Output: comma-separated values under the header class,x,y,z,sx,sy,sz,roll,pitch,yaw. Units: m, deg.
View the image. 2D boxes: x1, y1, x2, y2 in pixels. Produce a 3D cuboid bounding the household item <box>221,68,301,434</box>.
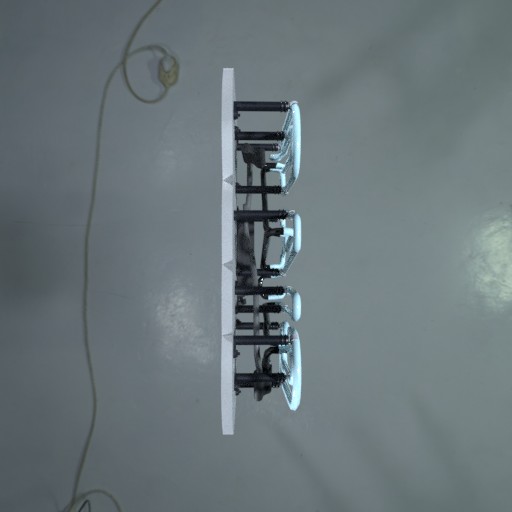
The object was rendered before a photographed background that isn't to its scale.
class,x,y,z,sx,sy,sz,roll,pitch,yaw
household item,0.000,0.000,0.372,0.042,0.294,0.211,0,89,-1
